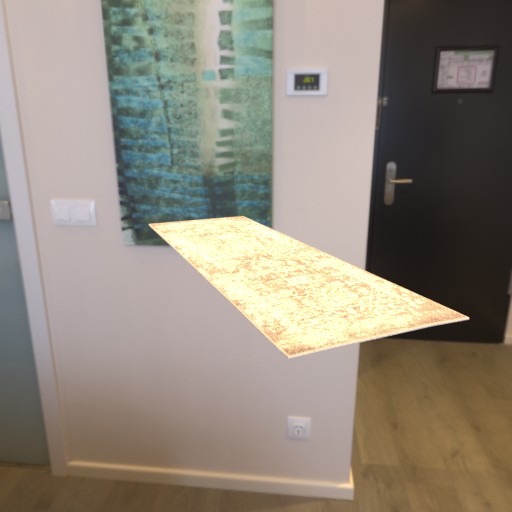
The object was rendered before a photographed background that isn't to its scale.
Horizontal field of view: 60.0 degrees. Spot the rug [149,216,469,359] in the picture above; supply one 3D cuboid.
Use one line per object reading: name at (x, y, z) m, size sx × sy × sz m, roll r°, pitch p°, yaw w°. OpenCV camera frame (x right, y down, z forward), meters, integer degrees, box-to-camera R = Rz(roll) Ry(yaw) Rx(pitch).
rug at (0.000, 0.000, 2.747) m, size 0.855 × 0.017 × 2.452 m, roll -7°, pitch 17°, yaw -23°
